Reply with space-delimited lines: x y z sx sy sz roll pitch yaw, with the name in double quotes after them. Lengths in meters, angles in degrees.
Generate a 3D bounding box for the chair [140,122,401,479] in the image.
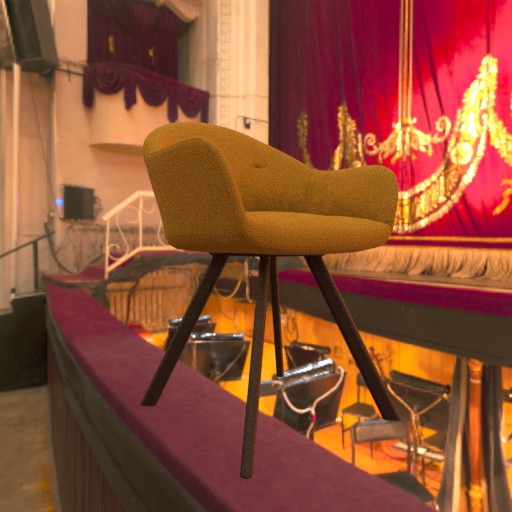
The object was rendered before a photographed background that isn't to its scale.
0.000 0.000 1.139 0.545 0.775 0.565 -1 2 -36 "chair"
